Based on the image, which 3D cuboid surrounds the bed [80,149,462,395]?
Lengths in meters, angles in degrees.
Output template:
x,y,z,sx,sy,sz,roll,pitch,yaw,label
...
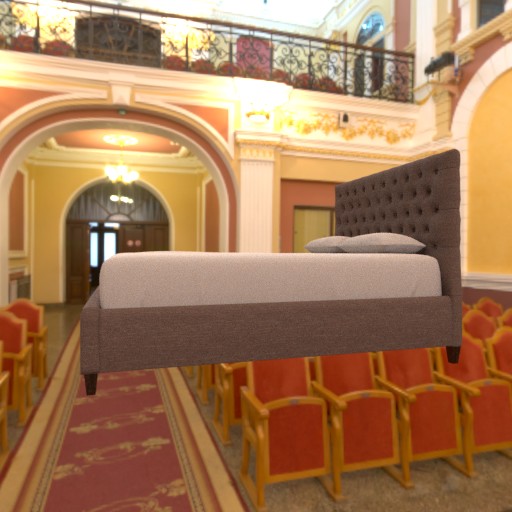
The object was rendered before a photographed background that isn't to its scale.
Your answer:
x,y,z,sx,sy,sz,roll,pitch,yaw,label
0.000,0.000,3.402,2.387,1.427,1.698,0,1,-17,bed
